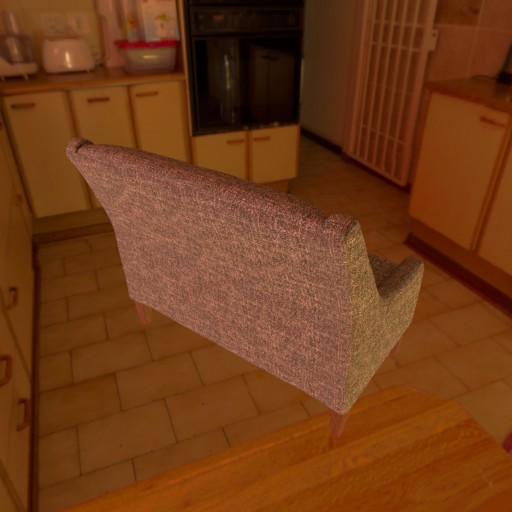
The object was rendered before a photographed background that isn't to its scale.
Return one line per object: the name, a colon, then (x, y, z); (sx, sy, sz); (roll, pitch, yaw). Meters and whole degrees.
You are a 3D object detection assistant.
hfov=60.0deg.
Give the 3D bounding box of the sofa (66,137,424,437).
sofa: (0.000, 0.000, 1.943); (1.242, 1.021, 0.870); (21, 37, 31)
